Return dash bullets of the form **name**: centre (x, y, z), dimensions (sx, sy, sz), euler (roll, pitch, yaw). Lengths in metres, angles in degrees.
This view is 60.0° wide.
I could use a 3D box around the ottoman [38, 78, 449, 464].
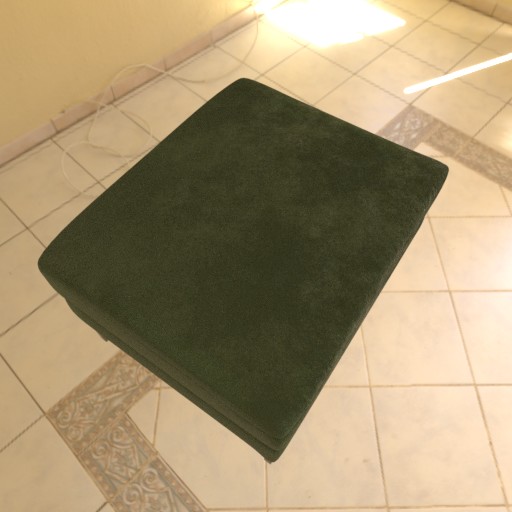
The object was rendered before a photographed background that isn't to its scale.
- **ottoman**: centre (0.000, 0.000, 1.270), dimensions (0.701, 0.538, 0.839), euler (30, 63, 17)
